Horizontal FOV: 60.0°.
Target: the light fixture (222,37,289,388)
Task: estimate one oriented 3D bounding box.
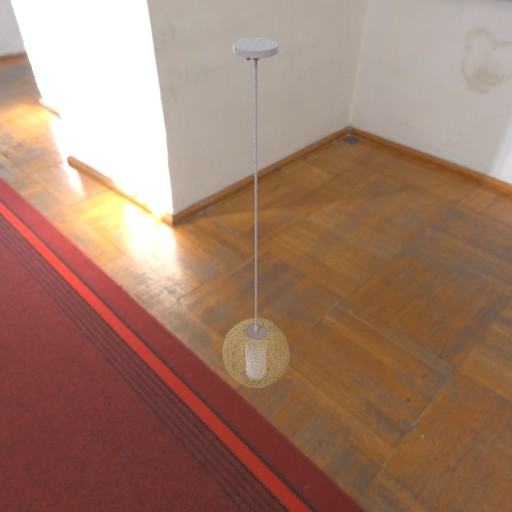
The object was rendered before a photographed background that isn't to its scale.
[{"bbox_3d":[0.000,0.000,2.186,0.406,1.955,0.407,0,41,0],"label":"light fixture"}]
